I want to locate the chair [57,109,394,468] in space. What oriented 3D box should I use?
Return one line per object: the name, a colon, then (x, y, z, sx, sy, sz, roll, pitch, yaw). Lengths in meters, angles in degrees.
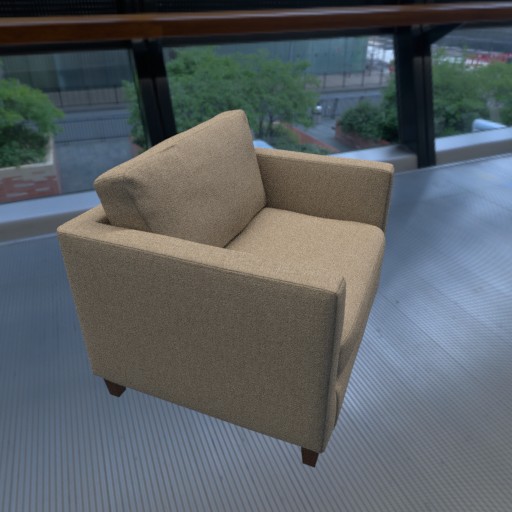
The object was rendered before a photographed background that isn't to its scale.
chair: (0.000, 0.000, 1.810, 0.959, 0.961, 1.107, 12, 32, 19)
